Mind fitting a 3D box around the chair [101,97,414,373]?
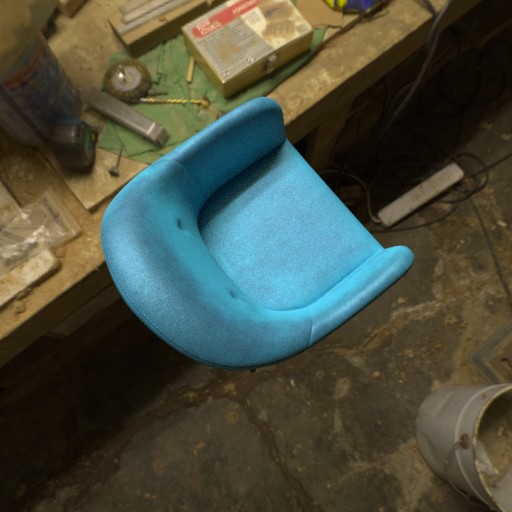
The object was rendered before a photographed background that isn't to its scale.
[{"bbox_3d":[0.000,0.000,1.160,0.570,0.780,0.540,-37,79,-9],"label":"chair"}]
